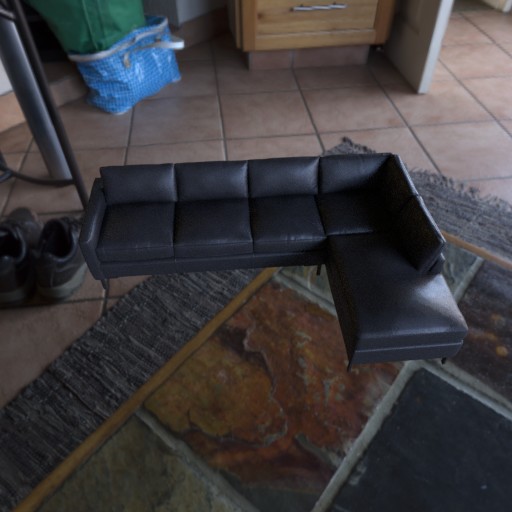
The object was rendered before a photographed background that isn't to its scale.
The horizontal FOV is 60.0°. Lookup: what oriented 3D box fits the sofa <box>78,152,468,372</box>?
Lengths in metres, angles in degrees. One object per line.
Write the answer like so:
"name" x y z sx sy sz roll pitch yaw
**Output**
"sofa" 0.000 0.000 3.840 2.984 0.877 1.938 -4 46 -3
